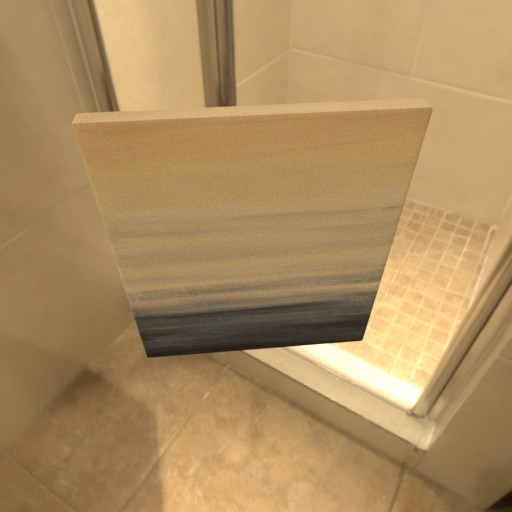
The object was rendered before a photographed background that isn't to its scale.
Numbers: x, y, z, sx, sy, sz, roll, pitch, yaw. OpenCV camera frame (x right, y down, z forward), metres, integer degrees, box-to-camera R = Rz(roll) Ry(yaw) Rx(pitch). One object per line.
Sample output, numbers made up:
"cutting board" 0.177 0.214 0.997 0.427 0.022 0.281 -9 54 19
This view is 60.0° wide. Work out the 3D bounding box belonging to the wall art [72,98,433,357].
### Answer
"wall art" 0.000 0.000 1.006 0.608 0.710 0.041 -4 46 -4
